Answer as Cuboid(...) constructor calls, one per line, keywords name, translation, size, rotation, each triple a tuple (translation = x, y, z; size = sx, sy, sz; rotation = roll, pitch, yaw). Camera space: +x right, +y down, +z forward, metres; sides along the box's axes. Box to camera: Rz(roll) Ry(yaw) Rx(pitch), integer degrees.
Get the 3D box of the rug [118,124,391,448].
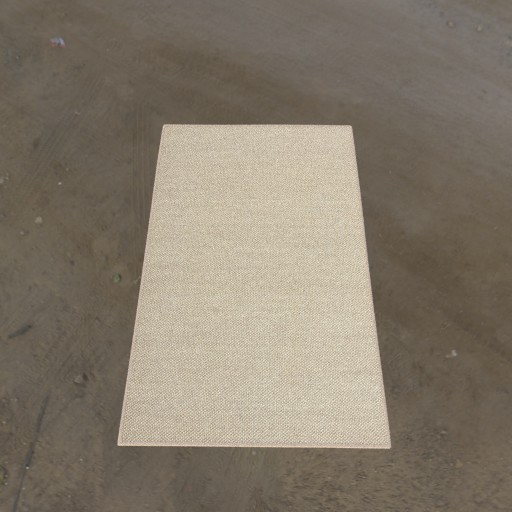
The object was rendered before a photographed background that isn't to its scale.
Cuboid(name="rug", translation=(0.000, 0.000, 2.110), size=(1.067, 0.013, 1.676), rotation=(0, 62, 0))
